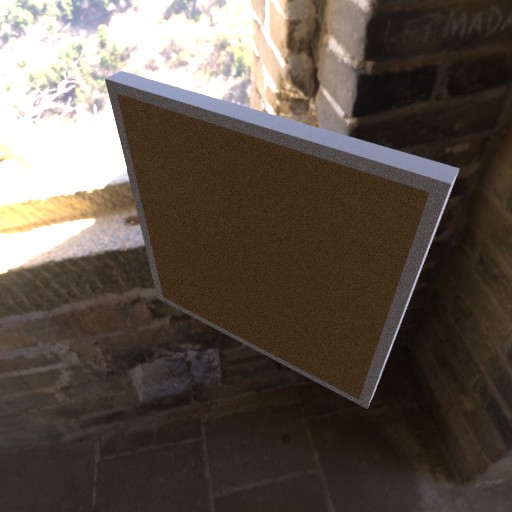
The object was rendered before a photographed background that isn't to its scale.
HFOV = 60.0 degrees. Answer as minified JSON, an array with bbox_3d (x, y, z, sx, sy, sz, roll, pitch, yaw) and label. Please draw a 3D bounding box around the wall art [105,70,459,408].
[{"bbox_3d":[0.000,0.000,0.753,0.508,0.507,0.035,23,49,22],"label":"wall art"}]
